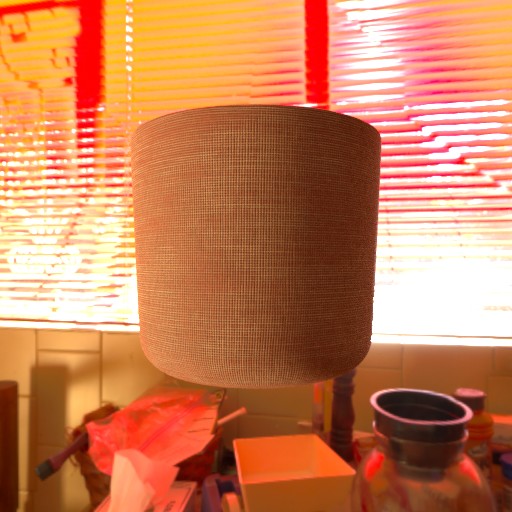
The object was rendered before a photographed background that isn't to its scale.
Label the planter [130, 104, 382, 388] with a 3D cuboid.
[{"bbox_3d":[0.000,0.000,0.804,0.440,0.398,0.440,0,-1,0],"label":"planter"}]
